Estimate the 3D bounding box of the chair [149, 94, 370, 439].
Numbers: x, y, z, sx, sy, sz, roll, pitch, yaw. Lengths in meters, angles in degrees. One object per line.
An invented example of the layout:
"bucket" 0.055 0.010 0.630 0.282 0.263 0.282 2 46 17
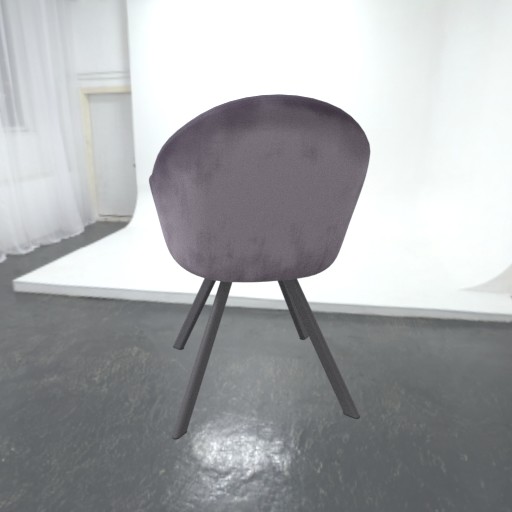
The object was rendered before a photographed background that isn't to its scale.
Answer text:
"chair" 0.000 0.000 1.209 0.550 0.795 0.590 -3 16 -9
